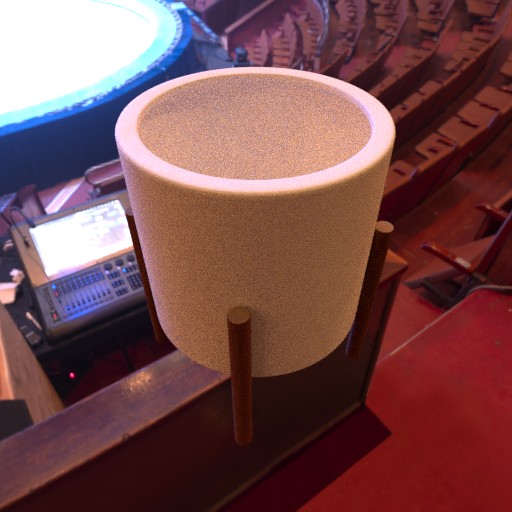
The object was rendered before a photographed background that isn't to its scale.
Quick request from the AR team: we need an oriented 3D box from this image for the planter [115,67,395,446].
[{"bbox_3d":[0.000,0.000,0.872,0.421,0.581,0.420,-27,49,-26],"label":"planter"}]
